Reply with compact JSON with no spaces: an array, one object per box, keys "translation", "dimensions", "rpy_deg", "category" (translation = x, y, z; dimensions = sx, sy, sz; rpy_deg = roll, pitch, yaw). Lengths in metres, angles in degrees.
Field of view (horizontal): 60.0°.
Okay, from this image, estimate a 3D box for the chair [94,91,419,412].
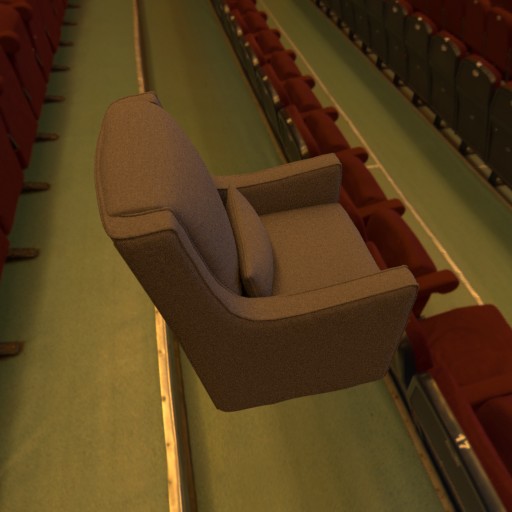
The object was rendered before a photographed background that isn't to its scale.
[{"translation":[0.000,0.000,1.567],"dimensions":[0.879,0.993,0.732],"rpy_deg":[-9,46,-9],"category":"chair"}]
